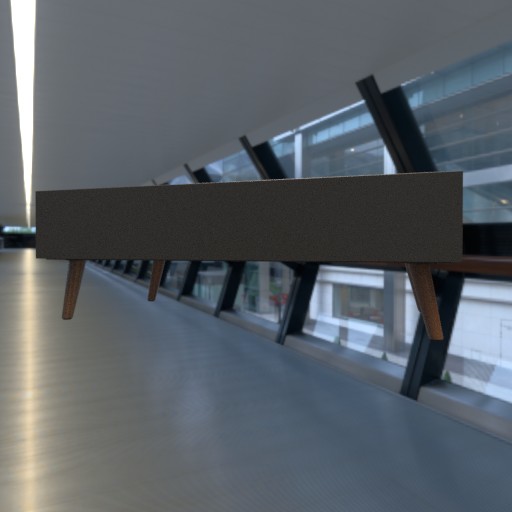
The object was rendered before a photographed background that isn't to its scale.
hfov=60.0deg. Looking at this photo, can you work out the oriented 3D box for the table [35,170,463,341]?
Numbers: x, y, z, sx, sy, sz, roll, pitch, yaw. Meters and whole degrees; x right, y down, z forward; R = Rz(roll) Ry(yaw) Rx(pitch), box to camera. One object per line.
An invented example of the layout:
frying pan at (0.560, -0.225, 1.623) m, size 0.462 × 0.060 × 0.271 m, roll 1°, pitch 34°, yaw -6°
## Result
table at (0.000, 0.000, 1.520) m, size 1.201 × 0.404 × 0.703 m, roll 0°, pitch 1°, yaw 17°
